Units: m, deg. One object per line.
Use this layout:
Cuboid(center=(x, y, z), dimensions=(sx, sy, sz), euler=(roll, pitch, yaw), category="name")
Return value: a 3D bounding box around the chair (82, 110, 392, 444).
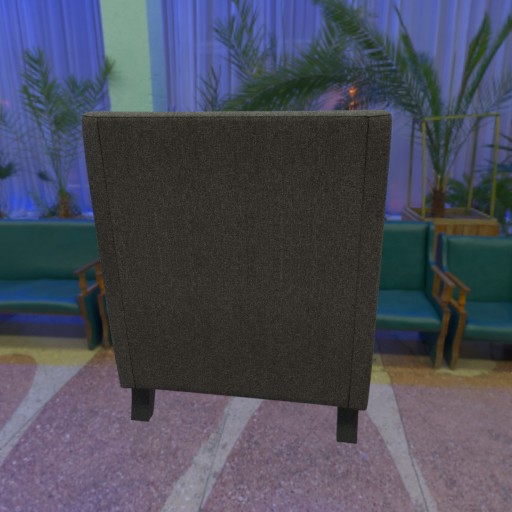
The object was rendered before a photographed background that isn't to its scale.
Cuboid(center=(0.000, 0.000, 1.585), dimensions=(0.776, 0.967, 0.884), euler=(3, 17, 9), category="chair")
